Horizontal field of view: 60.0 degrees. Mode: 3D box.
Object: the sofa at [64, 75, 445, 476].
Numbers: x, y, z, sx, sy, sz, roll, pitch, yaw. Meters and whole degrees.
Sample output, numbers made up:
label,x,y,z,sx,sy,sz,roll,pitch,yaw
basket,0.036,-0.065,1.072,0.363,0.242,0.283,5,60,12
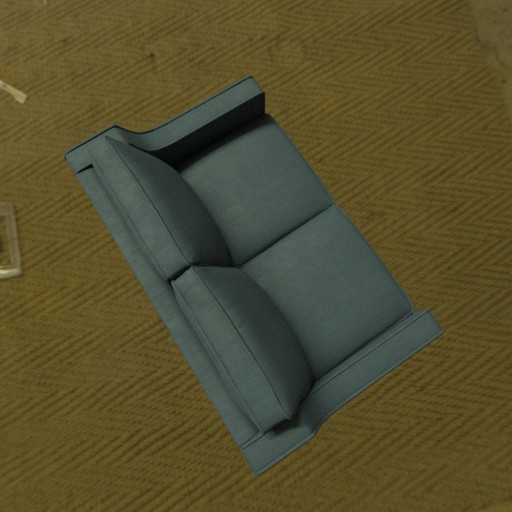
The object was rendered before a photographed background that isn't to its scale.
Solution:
label,x,y,z,sx,sy,sz,roll,pitch,yaw
sofa,0.000,0.000,2.111,0.987,0.971,1.501,-32,78,-8
